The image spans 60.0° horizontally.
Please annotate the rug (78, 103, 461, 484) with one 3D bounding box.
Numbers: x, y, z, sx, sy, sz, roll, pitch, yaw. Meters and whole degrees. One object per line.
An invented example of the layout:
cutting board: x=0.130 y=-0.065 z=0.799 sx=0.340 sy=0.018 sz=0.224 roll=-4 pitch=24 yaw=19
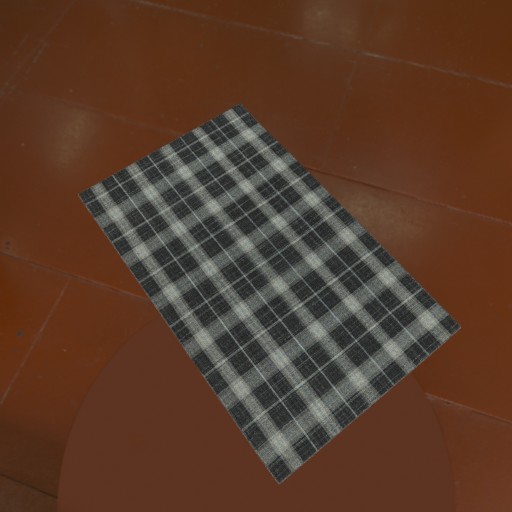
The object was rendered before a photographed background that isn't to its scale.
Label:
rug: x=0.000 y=0.000 z=3.101 sx=1.520 sy=0.015 sz=2.434 roll=-34 pitch=69 yaw=-15
